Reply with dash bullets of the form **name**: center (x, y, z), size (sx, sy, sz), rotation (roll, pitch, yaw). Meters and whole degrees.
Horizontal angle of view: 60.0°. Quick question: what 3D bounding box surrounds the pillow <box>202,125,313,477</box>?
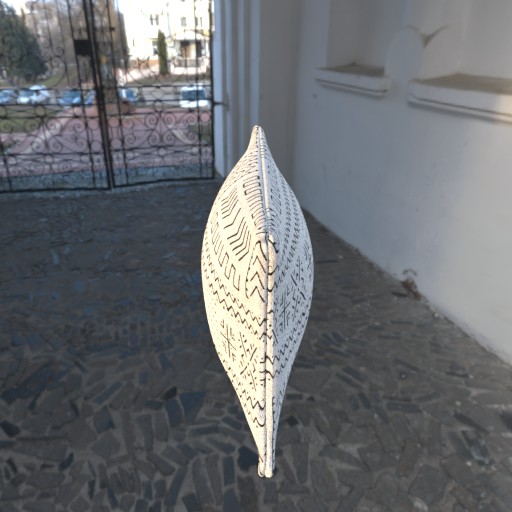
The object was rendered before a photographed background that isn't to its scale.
- **pillow**: center (0.000, 0.000, 0.791), size (0.188, 0.352, 0.637), rotation (0, 26, 0)
